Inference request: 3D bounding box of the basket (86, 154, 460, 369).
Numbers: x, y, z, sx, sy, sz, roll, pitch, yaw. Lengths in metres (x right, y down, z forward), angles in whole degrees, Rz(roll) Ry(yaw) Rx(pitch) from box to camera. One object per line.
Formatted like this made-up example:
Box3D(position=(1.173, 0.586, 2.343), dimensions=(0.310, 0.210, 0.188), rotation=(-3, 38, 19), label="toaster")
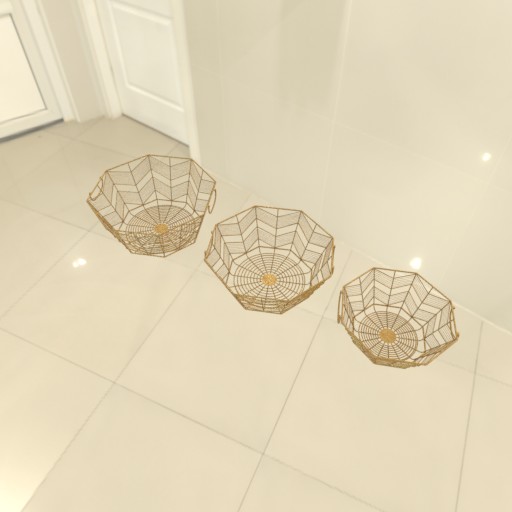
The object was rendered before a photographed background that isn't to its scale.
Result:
Box3D(position=(0.000, 0.000, 1.406), dimensions=(1.245, 0.178, 0.432), rotation=(25, 52, 21), label="basket")
